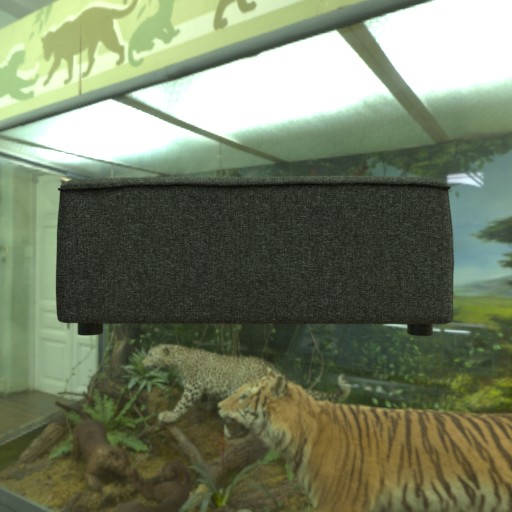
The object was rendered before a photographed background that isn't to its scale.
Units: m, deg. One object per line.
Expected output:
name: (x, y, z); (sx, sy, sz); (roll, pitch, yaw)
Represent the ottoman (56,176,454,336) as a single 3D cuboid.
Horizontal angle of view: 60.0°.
ottoman: (0.000, 0.000, 1.598); (1.017, 0.423, 1.021); (0, -1, 1)
